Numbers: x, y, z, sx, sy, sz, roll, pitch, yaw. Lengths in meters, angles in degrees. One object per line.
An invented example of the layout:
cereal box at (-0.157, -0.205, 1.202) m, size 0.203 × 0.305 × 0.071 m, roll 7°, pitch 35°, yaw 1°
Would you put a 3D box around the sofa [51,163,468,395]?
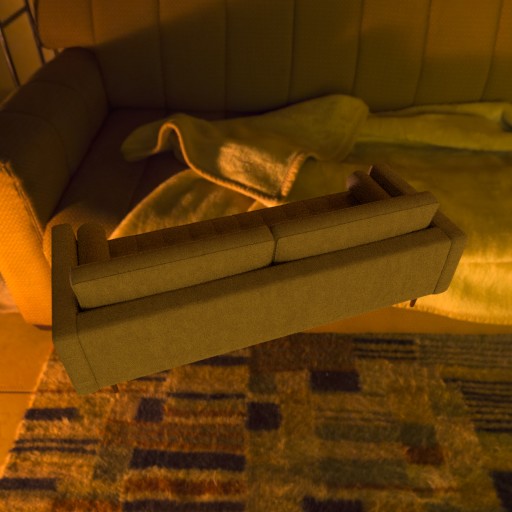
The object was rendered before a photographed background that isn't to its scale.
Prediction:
sofa at (0.000, 0.000, 2.616) m, size 2.200 × 0.770 × 0.919 m, roll -13°, pitch 43°, yaw -14°
